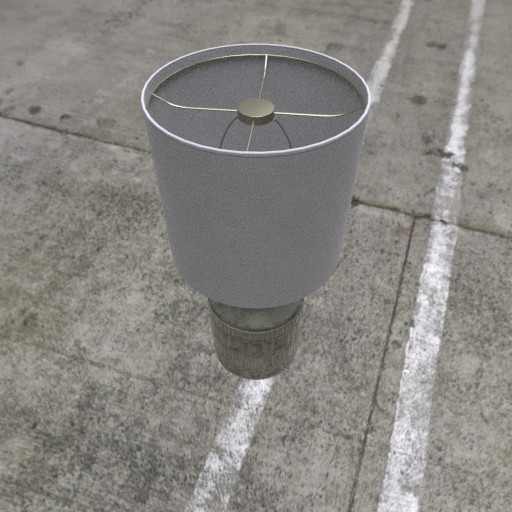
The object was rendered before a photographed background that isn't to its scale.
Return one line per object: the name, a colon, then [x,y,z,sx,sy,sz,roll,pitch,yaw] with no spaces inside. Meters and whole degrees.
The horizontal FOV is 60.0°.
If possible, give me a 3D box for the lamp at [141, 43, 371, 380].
lamp: [0.000,0.000,0.578,0.211,0.455,0.211,15,49,14]
